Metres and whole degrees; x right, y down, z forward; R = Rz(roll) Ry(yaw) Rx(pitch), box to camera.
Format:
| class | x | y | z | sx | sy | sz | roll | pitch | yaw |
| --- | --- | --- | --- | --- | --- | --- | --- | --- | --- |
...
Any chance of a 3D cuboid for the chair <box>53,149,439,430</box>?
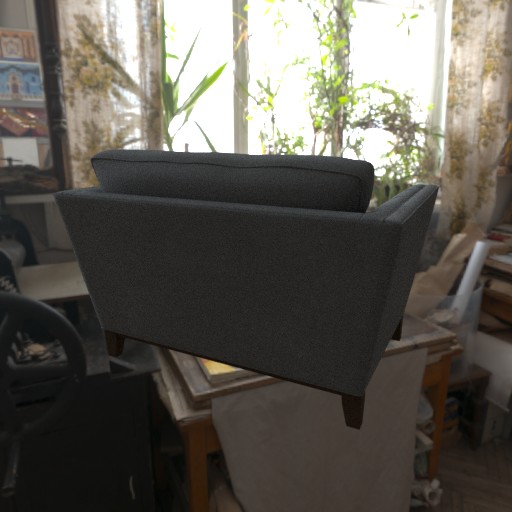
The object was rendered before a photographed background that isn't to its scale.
| class | x | y | z | sx | sy | sz | roll | pitch | yaw |
| --- | --- | --- | --- | --- | --- | --- | --- | --- | --- |
| chair | 0.000 | 0.000 | 2.005 | 1.396 | 0.942 | 0.965 | 8 | 17 | 26 |
